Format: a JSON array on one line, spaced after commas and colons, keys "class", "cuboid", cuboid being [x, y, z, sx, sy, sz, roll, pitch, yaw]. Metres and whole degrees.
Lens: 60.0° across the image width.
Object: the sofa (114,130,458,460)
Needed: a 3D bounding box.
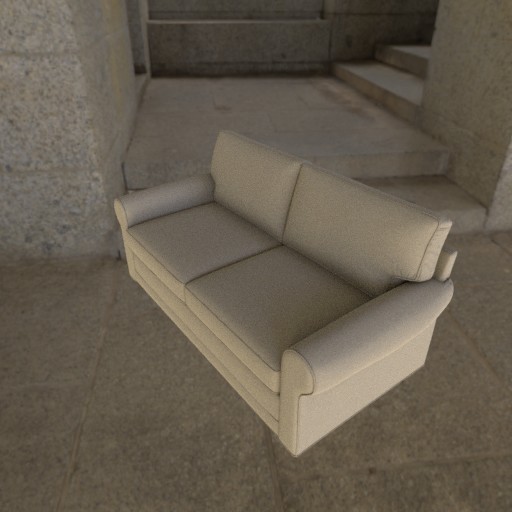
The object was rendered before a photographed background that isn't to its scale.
[{"class": "sofa", "cuboid": [0.000, 0.000, 2.463, 0.940, 0.952, 1.930, -21, 37, -31]}]
